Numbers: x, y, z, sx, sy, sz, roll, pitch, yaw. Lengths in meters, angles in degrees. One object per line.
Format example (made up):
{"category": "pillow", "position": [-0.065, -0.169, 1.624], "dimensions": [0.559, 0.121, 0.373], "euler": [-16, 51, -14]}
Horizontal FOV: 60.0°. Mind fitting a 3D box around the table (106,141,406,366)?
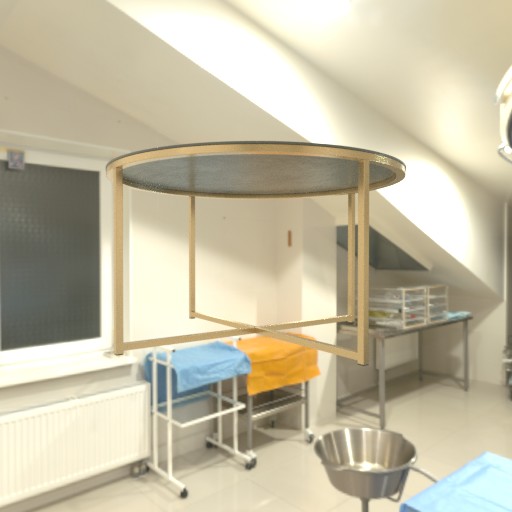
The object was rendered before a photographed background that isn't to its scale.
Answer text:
{"category": "table", "position": [0.000, 0.000, 1.248], "dimensions": [0.800, 0.450, 0.800], "euler": [0, 1, 0]}
